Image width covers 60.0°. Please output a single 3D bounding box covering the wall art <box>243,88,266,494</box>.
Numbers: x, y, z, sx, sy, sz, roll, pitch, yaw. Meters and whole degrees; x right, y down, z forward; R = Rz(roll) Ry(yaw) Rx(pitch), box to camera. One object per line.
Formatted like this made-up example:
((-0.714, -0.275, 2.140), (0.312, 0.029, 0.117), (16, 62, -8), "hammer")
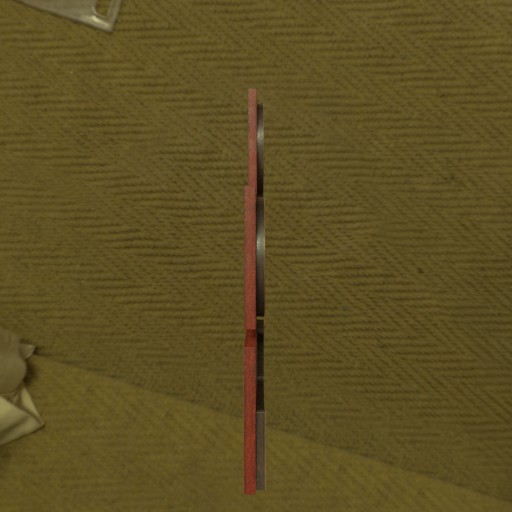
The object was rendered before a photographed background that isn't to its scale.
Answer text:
((0.000, 0.000, 0.841), (0.030, 0.497, 0.635), (0, 91, 0), "wall art")
